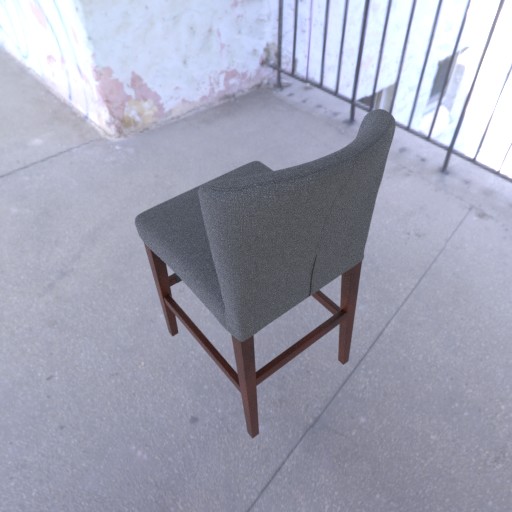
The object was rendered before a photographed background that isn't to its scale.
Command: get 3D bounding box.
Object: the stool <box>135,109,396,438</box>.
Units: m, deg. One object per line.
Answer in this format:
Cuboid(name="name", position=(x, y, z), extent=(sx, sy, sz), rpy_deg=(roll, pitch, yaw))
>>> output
Cuboid(name="stool", position=(0.000, 0.000, 1.286), extent=(0.479, 0.968, 0.568), rpy_deg=(-30, 53, -26))
